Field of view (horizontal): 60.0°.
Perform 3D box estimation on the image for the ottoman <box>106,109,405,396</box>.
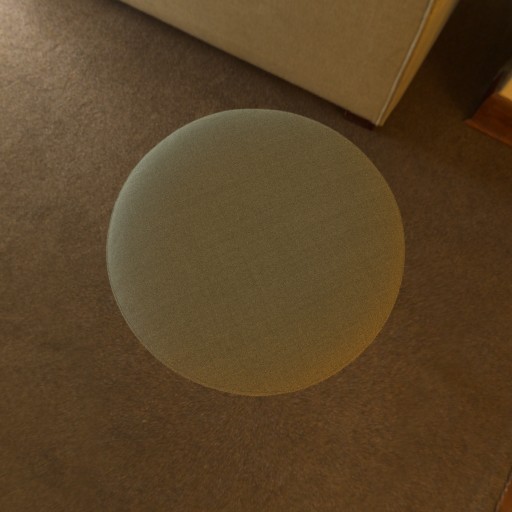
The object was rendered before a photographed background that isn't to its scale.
[{"bbox_3d":[0.000,0.000,1.287,0.772,0.460,0.772,0,73,0],"label":"ottoman"}]
